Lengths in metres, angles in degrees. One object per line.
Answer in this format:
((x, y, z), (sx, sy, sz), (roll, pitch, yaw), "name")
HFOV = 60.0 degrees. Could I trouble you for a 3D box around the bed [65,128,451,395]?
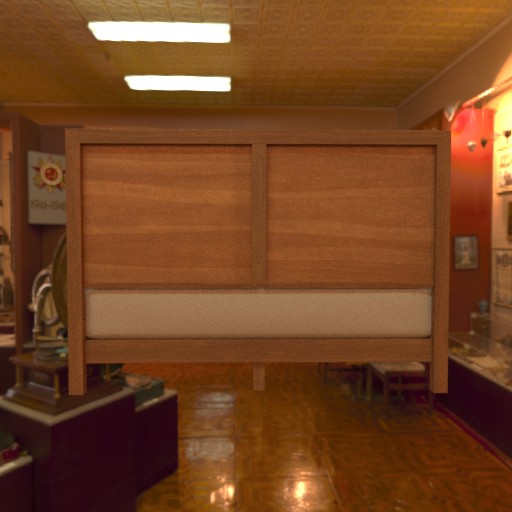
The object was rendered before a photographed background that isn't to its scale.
((0.000, 0.000, 3.412), (2.003, 1.387, 2.184), (0, 2, -1), "bed")
